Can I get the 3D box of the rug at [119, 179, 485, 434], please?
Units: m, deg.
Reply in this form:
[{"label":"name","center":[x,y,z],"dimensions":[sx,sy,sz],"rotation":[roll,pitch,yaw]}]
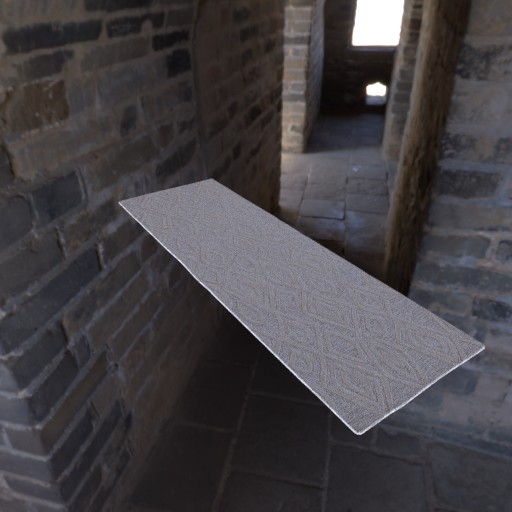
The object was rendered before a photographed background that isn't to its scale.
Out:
[{"label":"rug","center":[0.000,0.000,2.619],"dimensions":[0.807,0.013,2.436],"rotation":[-20,37,-29]}]
